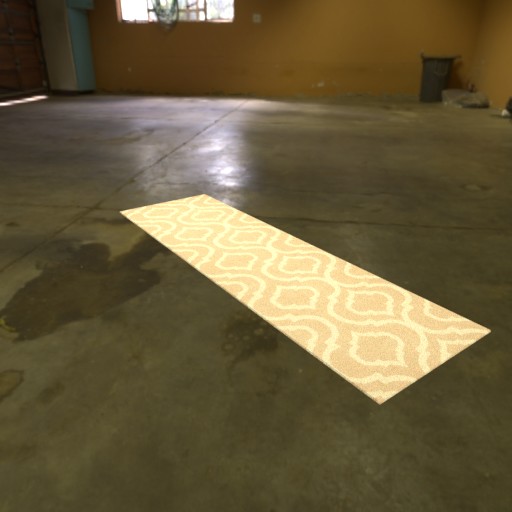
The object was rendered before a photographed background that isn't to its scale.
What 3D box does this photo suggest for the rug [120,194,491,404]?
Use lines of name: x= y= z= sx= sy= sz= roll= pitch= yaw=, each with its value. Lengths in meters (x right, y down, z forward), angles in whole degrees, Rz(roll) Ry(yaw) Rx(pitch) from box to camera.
rug: x=0.000 y=0.000 z=2.451 sx=0.691 sy=0.013 sz=2.289 roll=-17 pitch=30 yaw=-32
